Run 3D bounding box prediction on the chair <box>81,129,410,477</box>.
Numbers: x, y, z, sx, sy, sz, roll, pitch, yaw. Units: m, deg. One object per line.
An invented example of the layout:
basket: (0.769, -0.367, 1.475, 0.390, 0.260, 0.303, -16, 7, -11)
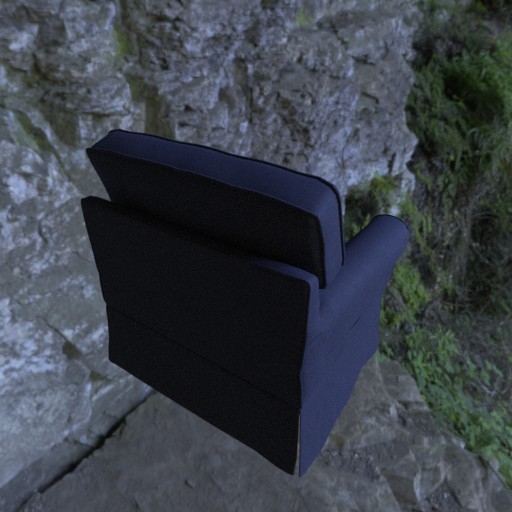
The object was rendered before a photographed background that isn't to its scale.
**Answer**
chair: (0.000, 0.000, 1.987, 1.119, 1.140, 1.002, 20, 35, 31)
